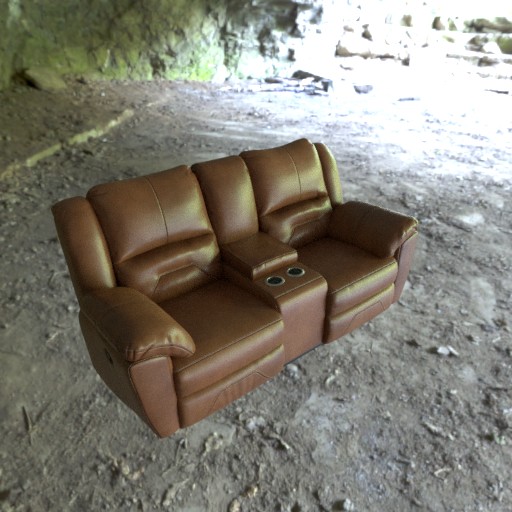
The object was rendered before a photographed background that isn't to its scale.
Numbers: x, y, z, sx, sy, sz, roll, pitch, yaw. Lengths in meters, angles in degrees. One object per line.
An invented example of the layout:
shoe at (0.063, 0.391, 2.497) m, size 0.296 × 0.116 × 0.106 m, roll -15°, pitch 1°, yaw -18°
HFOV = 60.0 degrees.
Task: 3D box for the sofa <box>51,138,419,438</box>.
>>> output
sofa at (0.000, 0.000, 2.672) m, size 2.058 × 1.043 × 0.991 m, roll -21°, pitch 35°, yaw -33°
